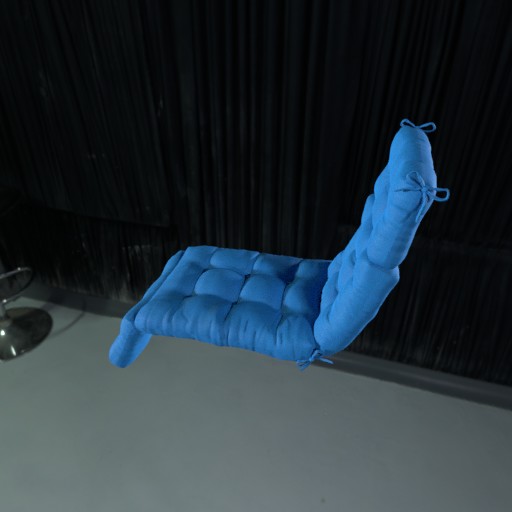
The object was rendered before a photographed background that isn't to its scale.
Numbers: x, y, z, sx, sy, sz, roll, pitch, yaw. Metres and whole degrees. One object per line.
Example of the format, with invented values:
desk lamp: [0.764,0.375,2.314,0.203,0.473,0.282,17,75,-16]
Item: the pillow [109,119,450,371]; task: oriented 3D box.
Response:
pillow: [0.000,0.000,1.494,1.016,0.863,0.526,8,33,13]
